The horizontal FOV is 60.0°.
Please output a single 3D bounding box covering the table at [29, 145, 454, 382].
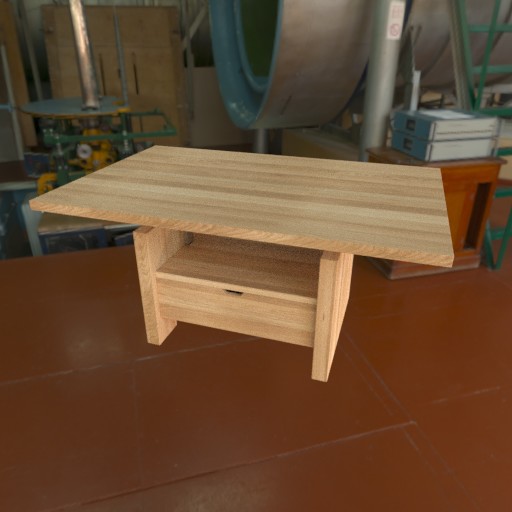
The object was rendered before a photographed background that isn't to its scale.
[{"bbox_3d":[0.000,0.000,1.491,1.100,0.510,0.700,8,28,16],"label":"table"}]
